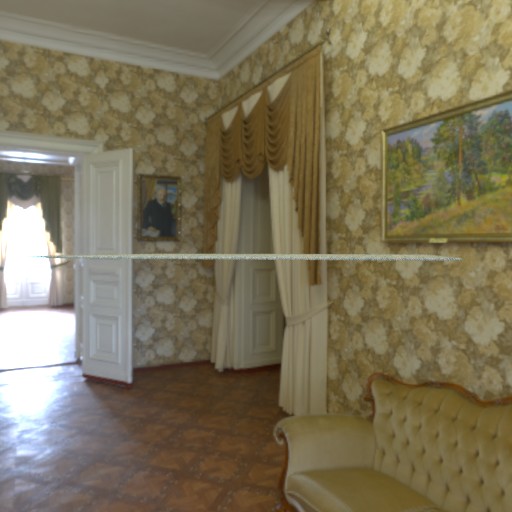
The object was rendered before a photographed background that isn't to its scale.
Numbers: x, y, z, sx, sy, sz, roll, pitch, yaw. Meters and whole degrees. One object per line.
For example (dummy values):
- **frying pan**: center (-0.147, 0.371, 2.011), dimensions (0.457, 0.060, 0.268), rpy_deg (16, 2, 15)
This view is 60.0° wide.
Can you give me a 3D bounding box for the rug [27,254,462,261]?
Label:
- **rug**: center (0.000, 0.000, 2.941), dimensions (2.283, 0.013, 1.547), rpy_deg (0, 1, 17)
